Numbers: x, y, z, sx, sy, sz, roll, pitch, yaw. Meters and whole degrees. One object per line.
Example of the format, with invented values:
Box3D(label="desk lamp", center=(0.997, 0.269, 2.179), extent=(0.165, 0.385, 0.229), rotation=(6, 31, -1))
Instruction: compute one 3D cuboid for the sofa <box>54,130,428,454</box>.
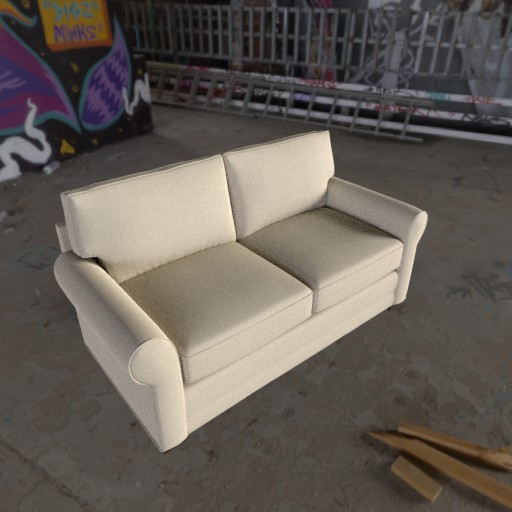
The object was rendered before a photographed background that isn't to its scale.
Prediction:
Box3D(label="sofa", center=(0.000, 0.000, 2.264), extent=(1.774, 0.933, 0.861), rotation=(-23, 38, -33))
